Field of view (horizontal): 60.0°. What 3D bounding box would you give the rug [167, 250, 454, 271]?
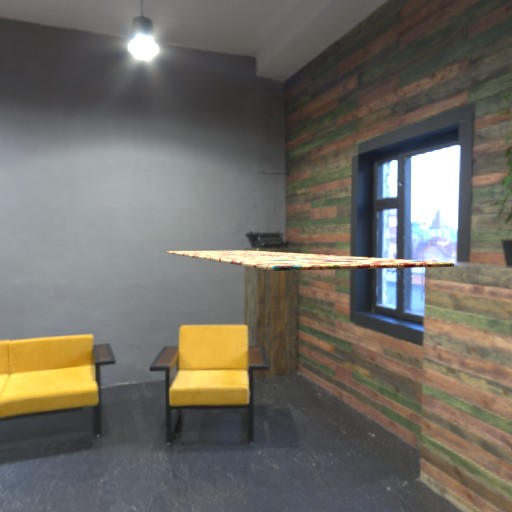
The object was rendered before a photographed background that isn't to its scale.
[{"bbox_3d":[0.000,0.000,2.489,0.693,0.016,2.273,-1,2,-19],"label":"rug"}]
